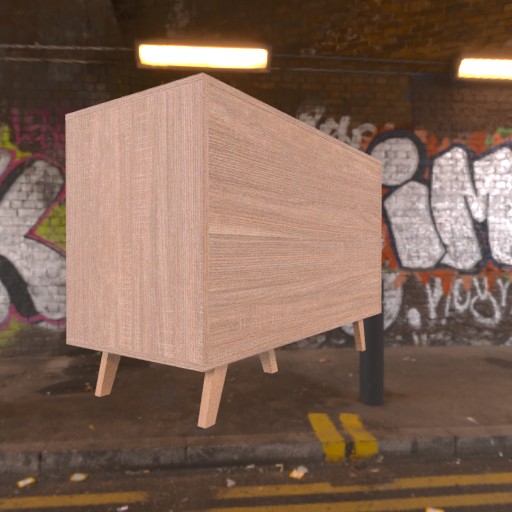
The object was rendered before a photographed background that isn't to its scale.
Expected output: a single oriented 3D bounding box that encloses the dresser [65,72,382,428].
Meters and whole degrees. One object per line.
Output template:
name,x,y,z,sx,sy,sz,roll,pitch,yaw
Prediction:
dresser,0.000,0.000,1.530,0.500,0.780,1.110,0,1,35
